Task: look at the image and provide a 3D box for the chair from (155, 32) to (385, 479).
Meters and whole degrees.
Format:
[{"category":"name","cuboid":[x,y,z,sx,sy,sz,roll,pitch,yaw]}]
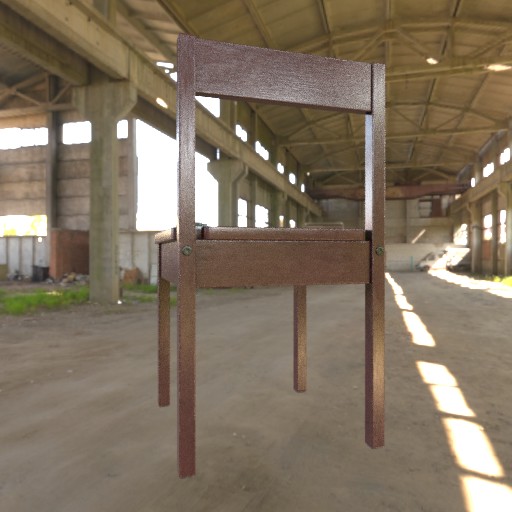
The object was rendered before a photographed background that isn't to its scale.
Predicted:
[{"category":"chair","cuboid":[0.000,0.000,0.883,0.367,0.668,0.361,0,0,-18]}]
